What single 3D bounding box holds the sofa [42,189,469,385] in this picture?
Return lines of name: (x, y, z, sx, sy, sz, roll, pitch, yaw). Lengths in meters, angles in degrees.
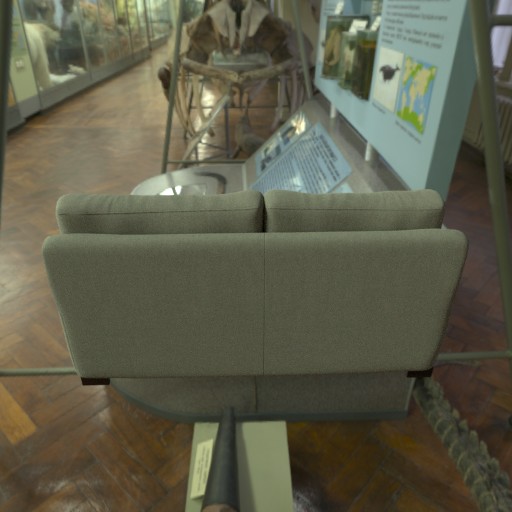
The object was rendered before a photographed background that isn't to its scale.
sofa: (0.000, 0.000, 2.433, 1.855, 0.980, 0.962, -1, 29, -2)
